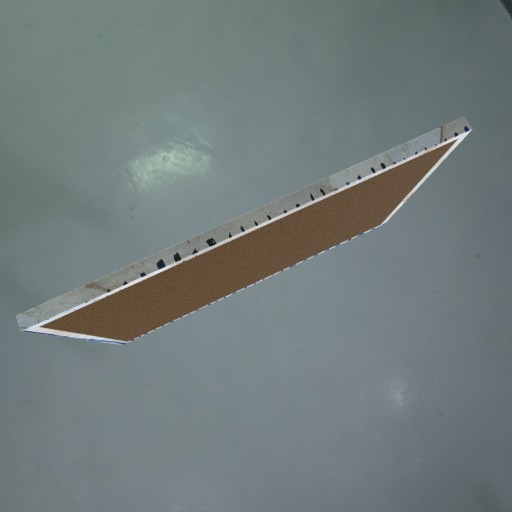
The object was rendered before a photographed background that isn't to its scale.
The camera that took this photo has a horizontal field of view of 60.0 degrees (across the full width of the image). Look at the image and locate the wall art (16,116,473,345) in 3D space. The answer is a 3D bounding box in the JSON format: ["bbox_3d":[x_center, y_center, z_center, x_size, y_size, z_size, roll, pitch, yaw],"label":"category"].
[{"bbox_3d":[0.000,0.000,1.116,0.919,0.609,0.030,-24,78,-6],"label":"wall art"}]
